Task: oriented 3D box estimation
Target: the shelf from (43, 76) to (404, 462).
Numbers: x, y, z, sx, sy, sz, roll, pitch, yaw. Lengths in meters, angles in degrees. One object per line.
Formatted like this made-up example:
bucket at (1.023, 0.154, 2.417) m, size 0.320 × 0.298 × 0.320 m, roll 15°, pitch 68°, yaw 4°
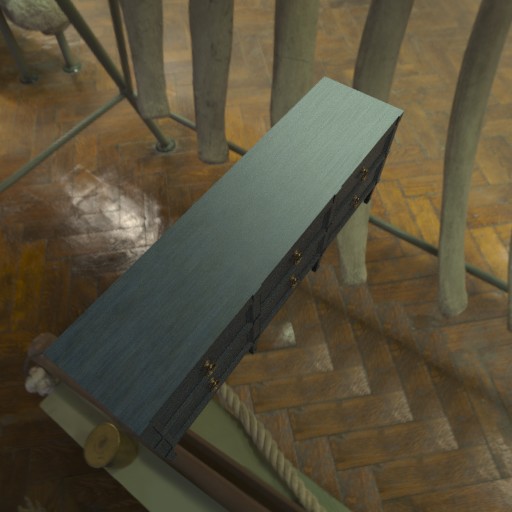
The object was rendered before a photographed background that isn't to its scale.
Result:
shelf at (0.000, 0.000, 2.173) m, size 0.471 × 0.715 × 1.878 m, roll 32°, pitch 63°, yaw 18°
